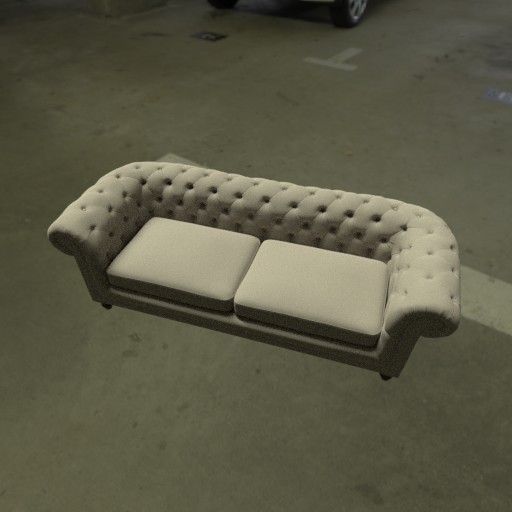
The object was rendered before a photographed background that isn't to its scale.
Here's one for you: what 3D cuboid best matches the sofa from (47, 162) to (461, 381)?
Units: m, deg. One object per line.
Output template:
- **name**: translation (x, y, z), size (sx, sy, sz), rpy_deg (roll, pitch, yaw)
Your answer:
- **sofa**: translation (0.000, 0.000, 2.929), size (2.411, 0.749, 0.991), rpy_deg (12, 42, 13)
